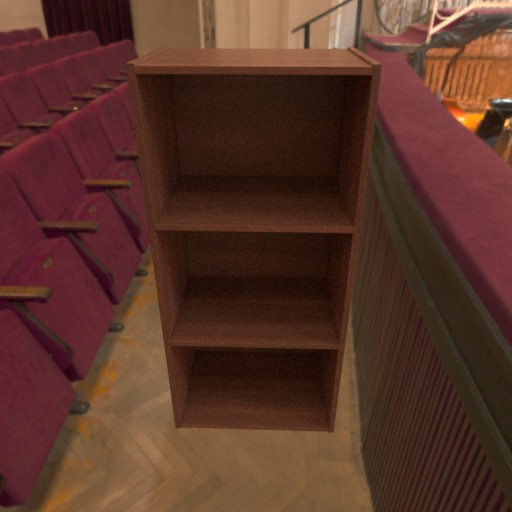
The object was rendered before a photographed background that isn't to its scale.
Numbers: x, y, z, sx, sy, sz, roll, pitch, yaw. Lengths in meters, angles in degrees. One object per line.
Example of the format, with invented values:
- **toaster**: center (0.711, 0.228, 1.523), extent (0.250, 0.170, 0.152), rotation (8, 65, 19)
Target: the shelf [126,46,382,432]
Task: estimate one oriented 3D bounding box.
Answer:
- **shelf**: center (0.000, 0.000, 1.055), extent (0.414, 0.879, 0.290), rotation (1, 30, 2)
